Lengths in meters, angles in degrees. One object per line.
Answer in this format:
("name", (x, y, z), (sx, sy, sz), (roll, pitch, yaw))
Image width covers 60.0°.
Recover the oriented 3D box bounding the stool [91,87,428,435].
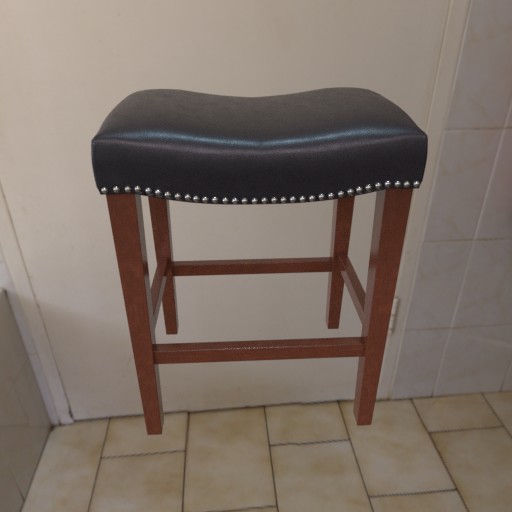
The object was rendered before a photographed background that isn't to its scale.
("stool", (0.000, 0.000, 0.943), (0.504, 0.654, 0.372), (-2, 30, -3))
